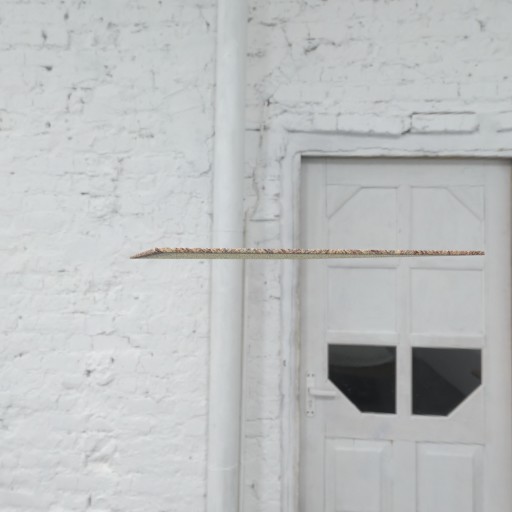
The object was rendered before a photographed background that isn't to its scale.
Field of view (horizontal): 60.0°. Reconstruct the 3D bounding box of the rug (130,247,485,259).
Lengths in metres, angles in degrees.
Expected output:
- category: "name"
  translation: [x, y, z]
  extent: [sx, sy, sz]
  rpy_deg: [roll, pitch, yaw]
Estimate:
- category: "rug"
  translation: [0.000, 0.000, 2.929]
  extent: [1.523, 0.019, 2.285]
  rpy_deg: [0, -1, -18]
